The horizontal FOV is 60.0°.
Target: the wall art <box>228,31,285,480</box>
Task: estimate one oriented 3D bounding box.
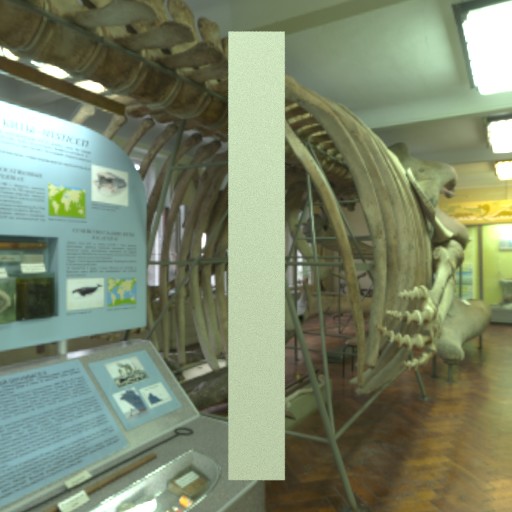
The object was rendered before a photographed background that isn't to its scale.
[{"bbox_3d":[0.000,0.000,0.450,0.038,0.302,0.305,0,0,0],"label":"wall art"}]
